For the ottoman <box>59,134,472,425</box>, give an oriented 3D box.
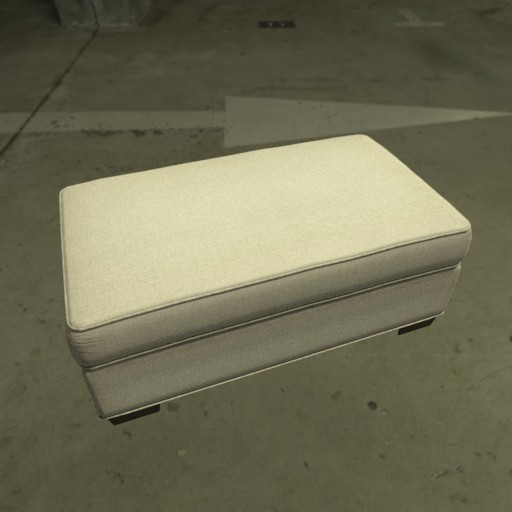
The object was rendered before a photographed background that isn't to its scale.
[{"bbox_3d":[0.000,0.000,1.408,1.097,0.461,0.617,-14,44,-15],"label":"ottoman"}]
